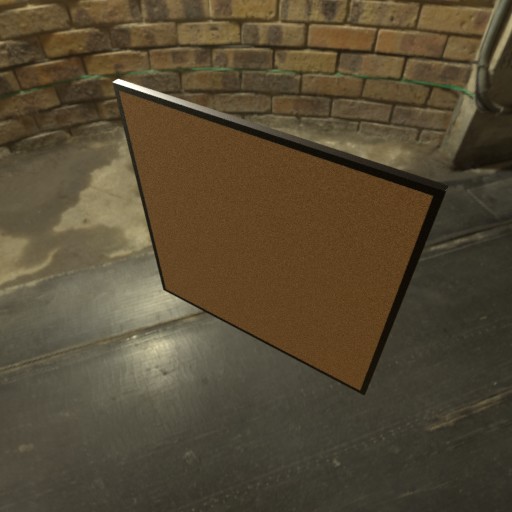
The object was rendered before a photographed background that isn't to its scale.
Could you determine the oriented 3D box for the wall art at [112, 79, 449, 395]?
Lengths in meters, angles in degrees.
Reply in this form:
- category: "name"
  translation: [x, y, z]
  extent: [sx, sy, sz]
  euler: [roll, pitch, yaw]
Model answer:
- category: "wall art"
  translation: [0.000, 0.000, 0.701]
  extent: [0.457, 0.458, 0.012]
  euler: [24, 52, 21]
